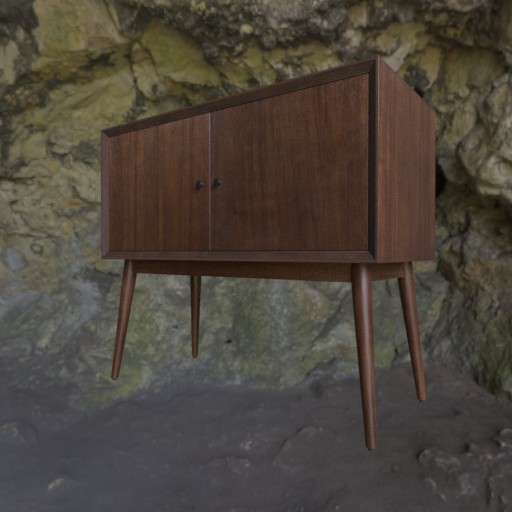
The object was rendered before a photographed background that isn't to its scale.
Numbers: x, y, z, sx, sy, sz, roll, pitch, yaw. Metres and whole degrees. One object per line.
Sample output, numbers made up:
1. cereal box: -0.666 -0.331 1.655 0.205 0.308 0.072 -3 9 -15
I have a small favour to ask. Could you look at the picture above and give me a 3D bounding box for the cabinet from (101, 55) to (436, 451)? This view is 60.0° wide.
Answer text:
1. cabinet: 0.000 0.000 1.078 0.743 0.654 0.354 0 1 36
